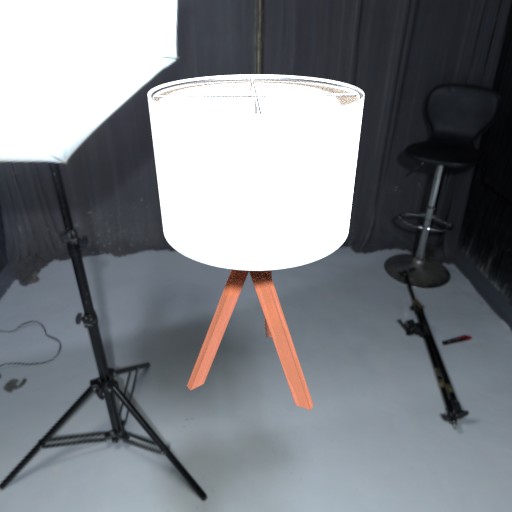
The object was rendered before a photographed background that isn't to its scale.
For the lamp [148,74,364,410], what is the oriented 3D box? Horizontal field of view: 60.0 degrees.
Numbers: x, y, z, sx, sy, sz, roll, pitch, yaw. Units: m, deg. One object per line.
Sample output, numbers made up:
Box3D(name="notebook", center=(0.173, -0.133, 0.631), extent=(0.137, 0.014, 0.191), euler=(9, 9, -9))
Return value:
Box3D(name="lamp", center=(0.000, 0.000, 0.965), extent=(0.380, 0.686, 0.380), euler=(-1, 30, -2))
